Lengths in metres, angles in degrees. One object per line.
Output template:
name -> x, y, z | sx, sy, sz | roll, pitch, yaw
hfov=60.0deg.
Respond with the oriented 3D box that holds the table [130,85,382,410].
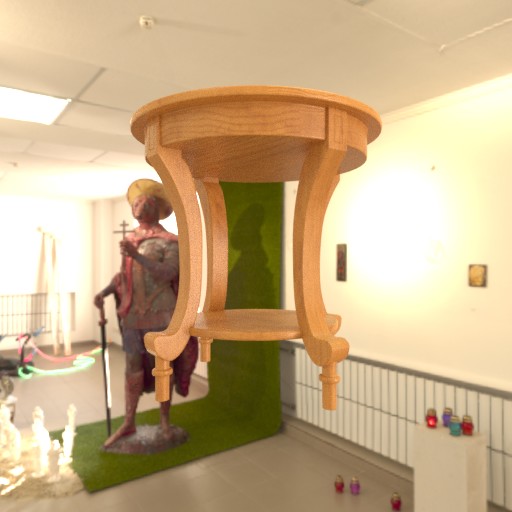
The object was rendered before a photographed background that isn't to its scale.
table -> 0.000, 0.000, 1.090 | 0.597, 0.612, 0.597 | 0, 0, 0
